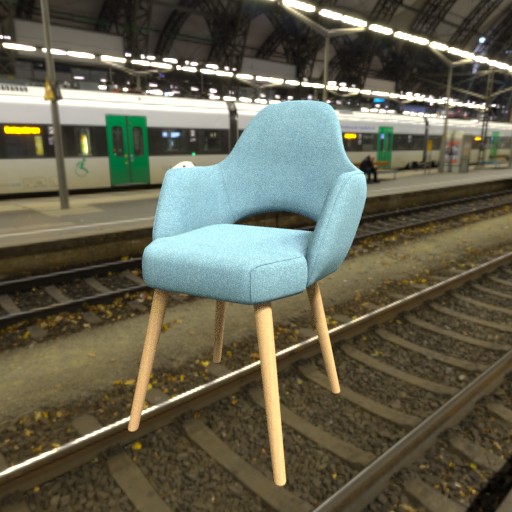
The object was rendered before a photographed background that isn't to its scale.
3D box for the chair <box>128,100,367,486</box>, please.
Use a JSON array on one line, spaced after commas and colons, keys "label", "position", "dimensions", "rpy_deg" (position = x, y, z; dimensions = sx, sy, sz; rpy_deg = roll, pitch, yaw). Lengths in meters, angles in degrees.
[{"label": "chair", "position": [0.000, 0.000, 1.311], "dimensions": [0.589, 0.920, 0.666], "rpy_deg": [7, 16, 26]}]
